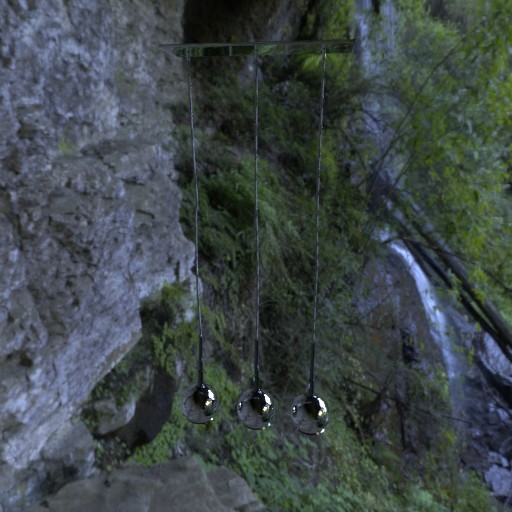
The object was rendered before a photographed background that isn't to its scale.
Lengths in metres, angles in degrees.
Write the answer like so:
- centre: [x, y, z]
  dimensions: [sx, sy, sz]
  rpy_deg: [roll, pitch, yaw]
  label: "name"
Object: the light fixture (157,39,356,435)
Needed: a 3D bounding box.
- centre: [0.000, 0.000, 1.631]
  dimensions: [0.623, 1.408, 0.188]
  rpy_deg: [2, 16, 8]
  label: "light fixture"
